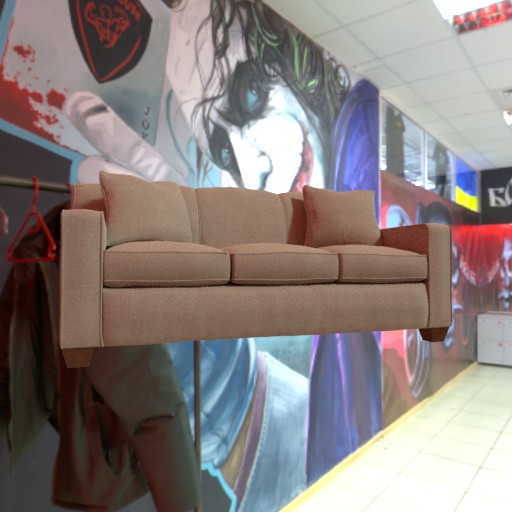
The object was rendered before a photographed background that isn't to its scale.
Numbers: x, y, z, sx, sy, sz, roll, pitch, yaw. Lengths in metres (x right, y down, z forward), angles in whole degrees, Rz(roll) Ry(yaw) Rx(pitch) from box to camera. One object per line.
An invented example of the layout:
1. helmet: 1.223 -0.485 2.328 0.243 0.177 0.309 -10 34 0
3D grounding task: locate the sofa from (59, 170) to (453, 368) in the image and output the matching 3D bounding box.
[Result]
1. sofa: 0.000 0.000 2.560 2.024 0.958 0.997 0 -1 -19
